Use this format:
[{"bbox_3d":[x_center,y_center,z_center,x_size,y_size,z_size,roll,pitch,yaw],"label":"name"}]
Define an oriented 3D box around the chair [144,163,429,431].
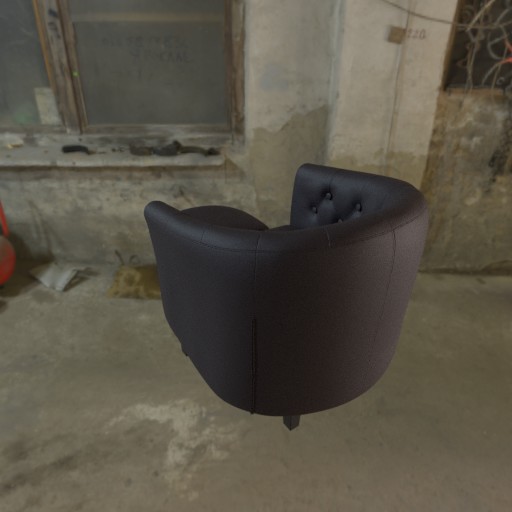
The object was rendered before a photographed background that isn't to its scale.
[{"bbox_3d":[0.000,0.000,1.668,0.763,0.760,1.191,-19,36,-29],"label":"chair"}]
